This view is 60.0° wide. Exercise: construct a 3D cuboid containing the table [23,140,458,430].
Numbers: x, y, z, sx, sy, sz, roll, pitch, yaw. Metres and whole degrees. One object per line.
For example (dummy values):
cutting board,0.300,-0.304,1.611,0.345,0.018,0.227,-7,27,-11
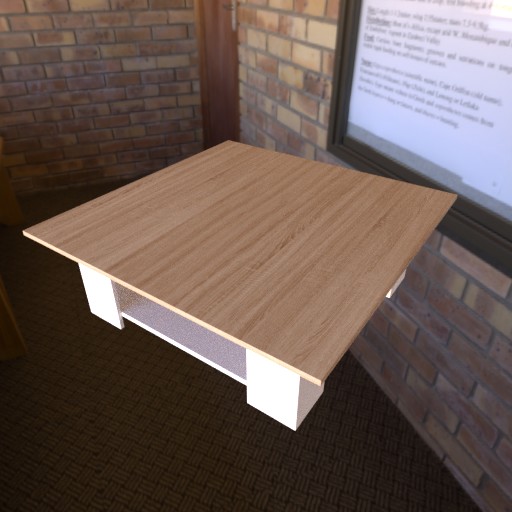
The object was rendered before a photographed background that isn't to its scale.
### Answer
table,0.000,0.000,1.352,0.890,0.305,0.890,21,39,29
